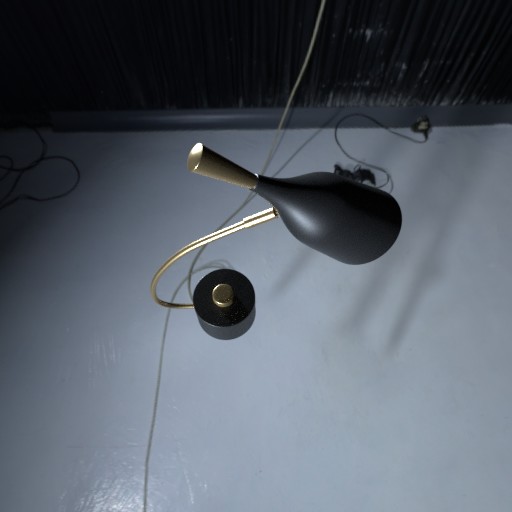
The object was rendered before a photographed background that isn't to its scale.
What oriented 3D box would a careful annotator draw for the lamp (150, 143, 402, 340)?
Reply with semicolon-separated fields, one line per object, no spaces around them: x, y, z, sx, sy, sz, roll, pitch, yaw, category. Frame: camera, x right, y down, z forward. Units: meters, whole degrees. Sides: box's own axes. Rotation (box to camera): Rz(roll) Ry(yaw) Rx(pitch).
0.000;0.000;0.627;0.352;0.464;0.110;-2;64;-1;lamp
